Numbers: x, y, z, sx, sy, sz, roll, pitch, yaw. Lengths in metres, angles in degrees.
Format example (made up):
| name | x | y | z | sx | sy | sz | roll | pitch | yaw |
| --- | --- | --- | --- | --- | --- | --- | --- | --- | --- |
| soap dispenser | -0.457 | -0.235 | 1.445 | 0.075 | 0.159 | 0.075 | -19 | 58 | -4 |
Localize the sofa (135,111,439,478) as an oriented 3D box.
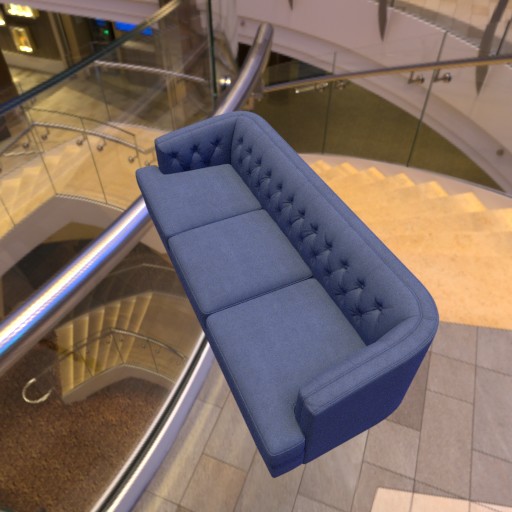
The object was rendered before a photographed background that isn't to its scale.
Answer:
| name | x | y | z | sx | sy | sz | roll | pitch | yaw |
| --- | --- | --- | --- | --- | --- | --- | --- | --- | --- |
| sofa | 0.000 | 0.000 | 2.673 | 0.914 | 0.787 | 2.235 | -18 | 48 | -17 |
